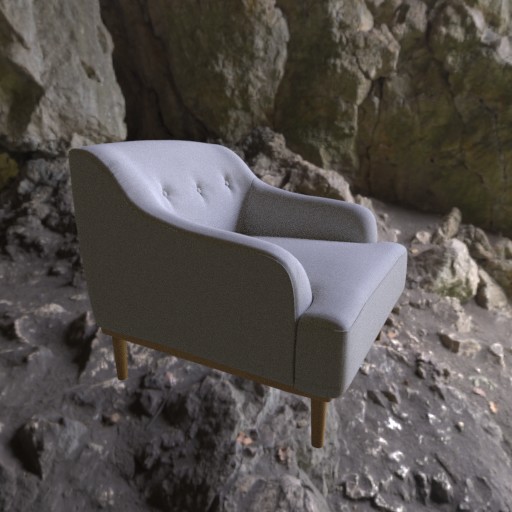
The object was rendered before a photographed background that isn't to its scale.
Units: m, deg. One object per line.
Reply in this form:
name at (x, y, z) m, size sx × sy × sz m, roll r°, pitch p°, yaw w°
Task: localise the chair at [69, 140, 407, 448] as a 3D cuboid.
chair at (0.000, 0.000, 1.626) m, size 0.951 × 0.818 × 0.946 m, roll 8°, pitch 17°, yaw 26°
